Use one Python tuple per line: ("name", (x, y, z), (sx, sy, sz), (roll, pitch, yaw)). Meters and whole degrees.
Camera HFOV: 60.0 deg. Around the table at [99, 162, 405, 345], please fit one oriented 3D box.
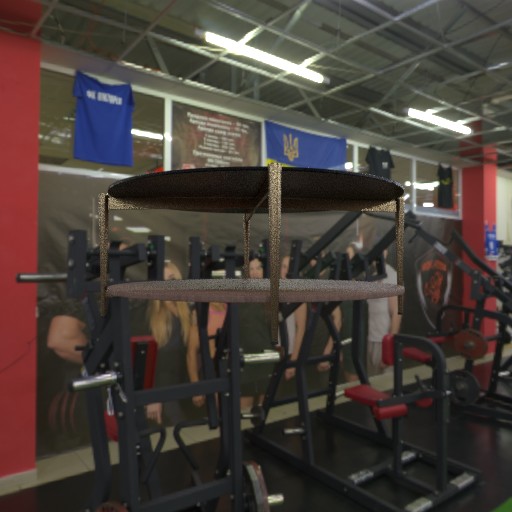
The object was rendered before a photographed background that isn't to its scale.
("table", (0.000, 0.000, 1.476), (0.938, 0.400, 0.938), (0, -1, -35))
